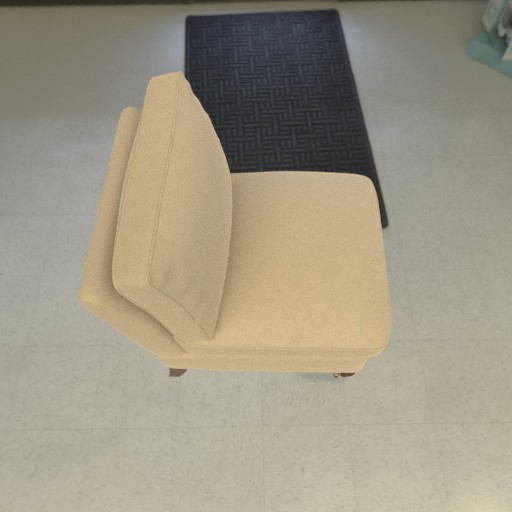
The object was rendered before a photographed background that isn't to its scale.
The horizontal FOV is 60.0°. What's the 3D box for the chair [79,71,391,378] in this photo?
[{"bbox_3d":[0.000,0.000,1.620,0.912,1.052,0.724,2,62,1],"label":"chair"}]
